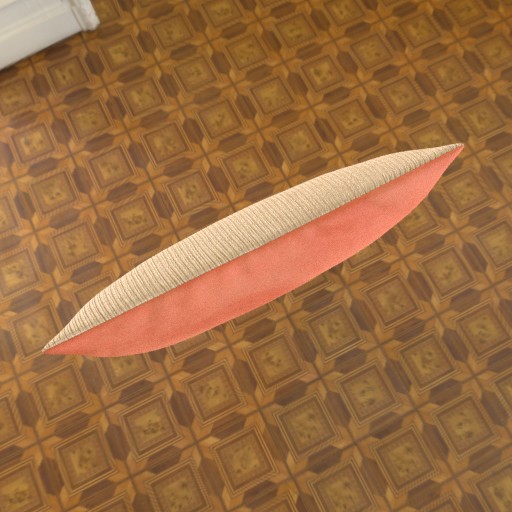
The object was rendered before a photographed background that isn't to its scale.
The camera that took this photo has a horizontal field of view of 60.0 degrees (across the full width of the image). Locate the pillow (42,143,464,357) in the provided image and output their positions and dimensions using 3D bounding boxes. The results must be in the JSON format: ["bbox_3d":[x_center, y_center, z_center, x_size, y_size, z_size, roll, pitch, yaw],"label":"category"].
[{"bbox_3d":[0.000,0.000,0.717,0.608,0.307,0.155,-26,77,-7],"label":"pillow"}]
